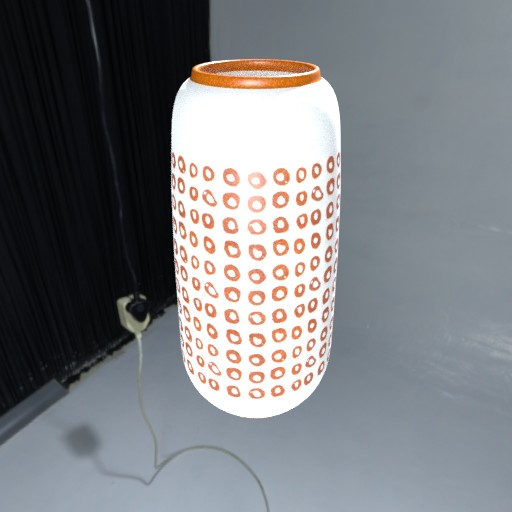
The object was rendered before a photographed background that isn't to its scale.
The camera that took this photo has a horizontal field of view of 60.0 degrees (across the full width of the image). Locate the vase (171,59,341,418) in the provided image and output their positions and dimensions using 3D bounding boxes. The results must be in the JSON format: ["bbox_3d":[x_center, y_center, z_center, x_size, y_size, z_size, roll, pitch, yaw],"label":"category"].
[{"bbox_3d":[0.000,0.000,0.356,0.133,0.282,0.133,0,30,0],"label":"vase"}]
